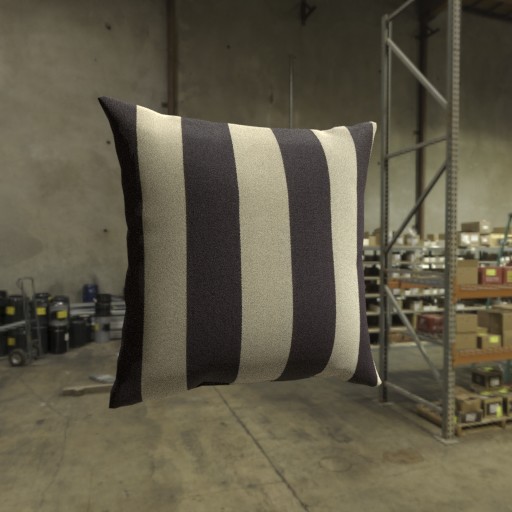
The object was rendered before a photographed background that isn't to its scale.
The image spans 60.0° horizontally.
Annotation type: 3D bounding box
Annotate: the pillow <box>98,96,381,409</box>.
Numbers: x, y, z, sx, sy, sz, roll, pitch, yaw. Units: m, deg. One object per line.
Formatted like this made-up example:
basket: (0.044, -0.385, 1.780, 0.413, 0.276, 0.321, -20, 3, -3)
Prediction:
pillow: (0.000, 0.000, 0.801, 0.536, 0.526, 0.189, 0, 1, -19)
